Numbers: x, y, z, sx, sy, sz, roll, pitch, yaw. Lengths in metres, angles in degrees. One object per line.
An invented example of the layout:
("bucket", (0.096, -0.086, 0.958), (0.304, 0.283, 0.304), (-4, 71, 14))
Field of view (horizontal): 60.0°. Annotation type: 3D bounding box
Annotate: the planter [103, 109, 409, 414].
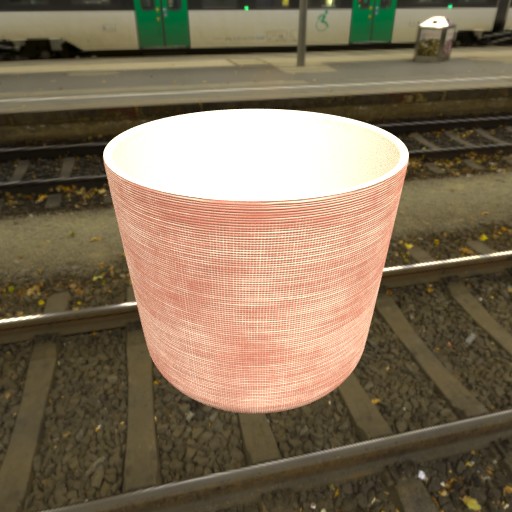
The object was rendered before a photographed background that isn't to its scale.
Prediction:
("planter", (0.000, 0.000, 0.765), (0.440, 0.398, 0.440), (0, 31, 0))
